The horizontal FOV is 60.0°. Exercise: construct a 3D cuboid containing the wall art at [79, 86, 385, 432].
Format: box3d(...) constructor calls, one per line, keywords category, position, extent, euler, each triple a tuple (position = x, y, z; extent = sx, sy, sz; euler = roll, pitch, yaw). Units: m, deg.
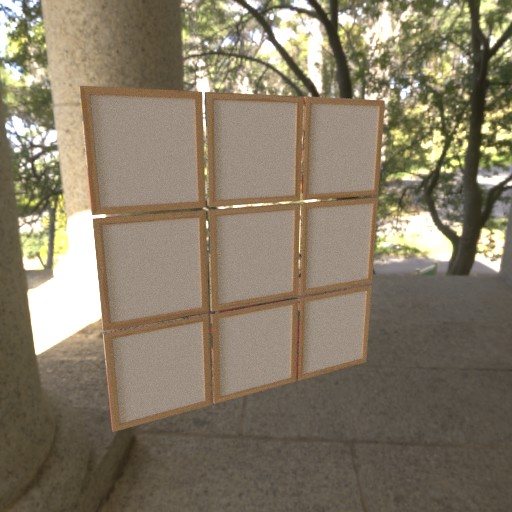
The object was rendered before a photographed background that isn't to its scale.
box3d(category="wall art", position=(0.000, 0.000, 1.328), extent=(0.904, 0.913, 0.013), euler=(-7, 17, -26))
